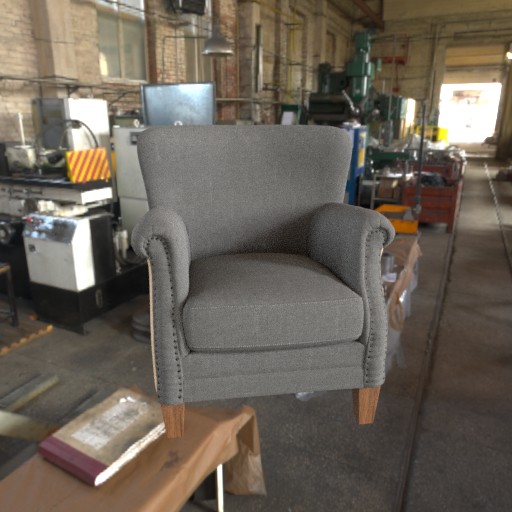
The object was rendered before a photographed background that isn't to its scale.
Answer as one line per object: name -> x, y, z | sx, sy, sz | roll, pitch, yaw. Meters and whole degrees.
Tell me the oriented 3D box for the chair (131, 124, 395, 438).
chair -> 0.000, 0.000, 1.658 | 0.861, 0.936, 0.921 | -2, 17, -8
